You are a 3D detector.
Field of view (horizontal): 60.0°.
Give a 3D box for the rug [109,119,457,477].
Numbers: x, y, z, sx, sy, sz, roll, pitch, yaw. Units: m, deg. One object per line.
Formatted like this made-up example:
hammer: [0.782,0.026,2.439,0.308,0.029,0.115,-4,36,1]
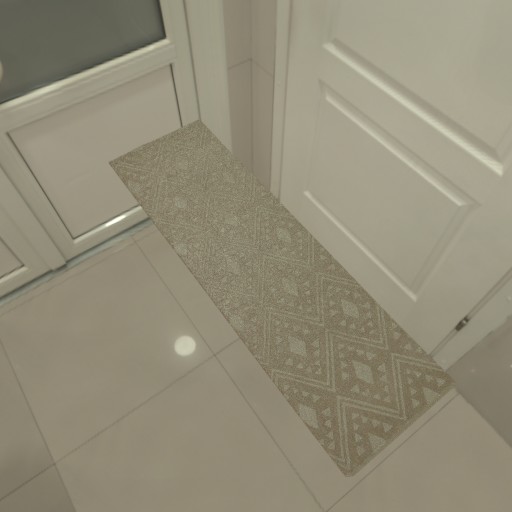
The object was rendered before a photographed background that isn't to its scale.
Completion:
rug: [0.000,0.000,2.668,0.752,0.051,2.452,-32,63,-18]
